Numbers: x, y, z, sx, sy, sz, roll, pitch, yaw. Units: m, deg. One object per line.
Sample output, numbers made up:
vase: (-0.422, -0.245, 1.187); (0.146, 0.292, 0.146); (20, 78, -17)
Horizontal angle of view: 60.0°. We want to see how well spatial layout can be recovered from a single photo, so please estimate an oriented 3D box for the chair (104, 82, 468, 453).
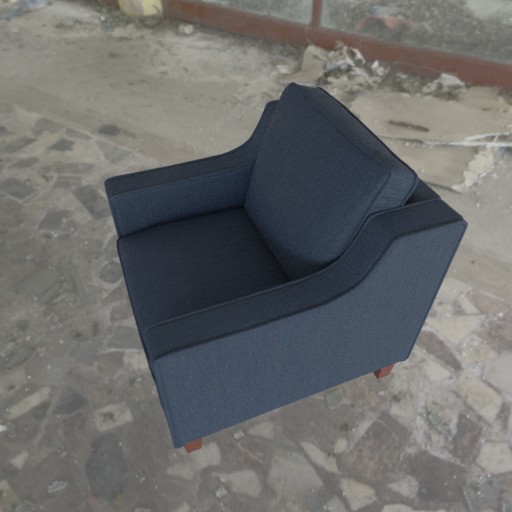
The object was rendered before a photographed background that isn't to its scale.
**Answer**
chair: (0.000, 0.000, 1.575); (0.909, 0.960, 0.831); (-16, 47, -15)
